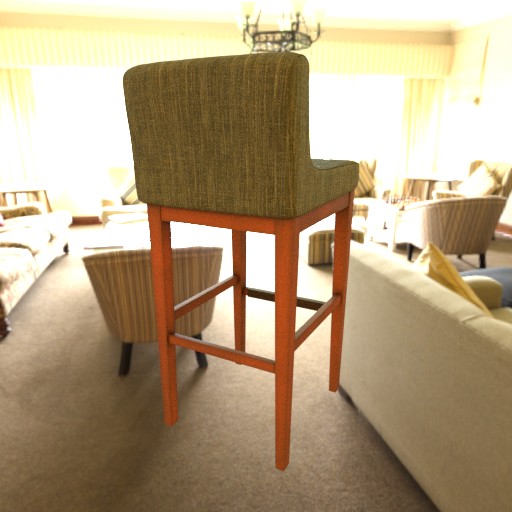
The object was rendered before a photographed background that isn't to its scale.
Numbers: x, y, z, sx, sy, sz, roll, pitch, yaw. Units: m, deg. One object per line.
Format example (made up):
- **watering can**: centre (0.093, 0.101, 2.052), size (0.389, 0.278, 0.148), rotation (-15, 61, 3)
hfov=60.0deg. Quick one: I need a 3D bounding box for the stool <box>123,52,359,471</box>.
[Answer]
- **stool**: centre (0.000, 0.000, 1.226), size (0.426, 0.965, 0.499), rotation (9, 19, 28)
